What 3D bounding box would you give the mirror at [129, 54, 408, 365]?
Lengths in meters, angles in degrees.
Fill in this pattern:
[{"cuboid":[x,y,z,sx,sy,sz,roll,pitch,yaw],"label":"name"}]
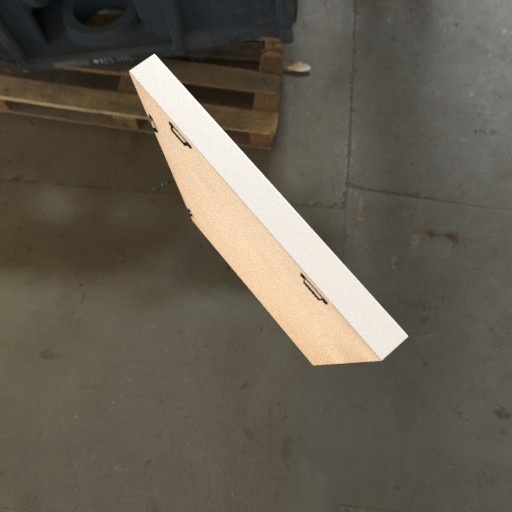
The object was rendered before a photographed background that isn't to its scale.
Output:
[{"cuboid":[0.000,0.000,0.700,0.041,0.508,0.405,-39,79,-9],"label":"mirror"}]
